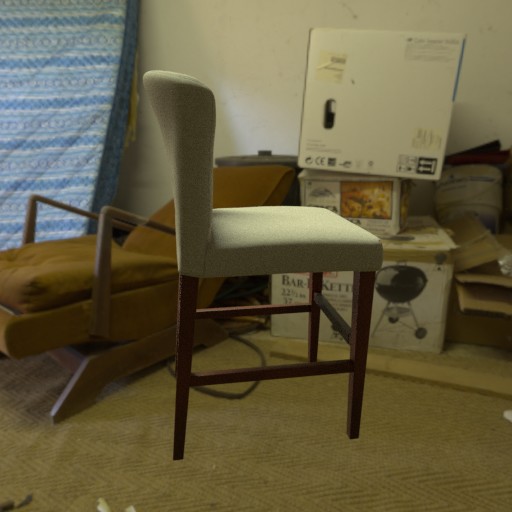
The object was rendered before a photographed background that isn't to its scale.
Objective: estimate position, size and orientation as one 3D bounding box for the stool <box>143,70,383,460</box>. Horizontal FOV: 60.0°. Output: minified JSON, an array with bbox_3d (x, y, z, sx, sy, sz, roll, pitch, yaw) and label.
[{"bbox_3d":[0.000,0.000,1.275,0.568,0.968,0.479,-3,16,-9],"label":"stool"}]
